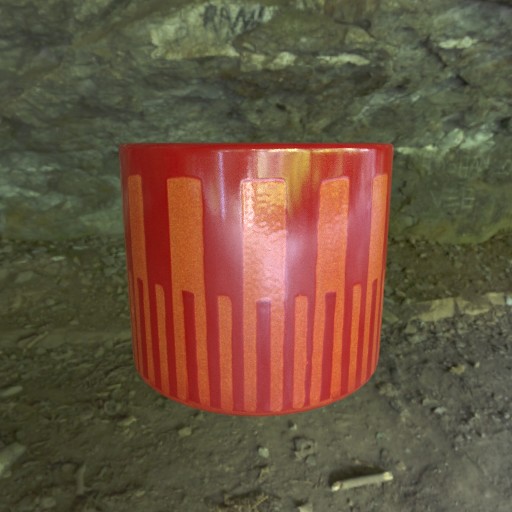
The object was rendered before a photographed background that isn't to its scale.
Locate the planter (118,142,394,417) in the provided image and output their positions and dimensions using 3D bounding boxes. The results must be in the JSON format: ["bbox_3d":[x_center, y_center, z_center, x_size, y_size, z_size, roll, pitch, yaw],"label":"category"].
[{"bbox_3d":[0.000,0.000,0.409,0.230,0.202,0.230,0,14,0],"label":"planter"}]
